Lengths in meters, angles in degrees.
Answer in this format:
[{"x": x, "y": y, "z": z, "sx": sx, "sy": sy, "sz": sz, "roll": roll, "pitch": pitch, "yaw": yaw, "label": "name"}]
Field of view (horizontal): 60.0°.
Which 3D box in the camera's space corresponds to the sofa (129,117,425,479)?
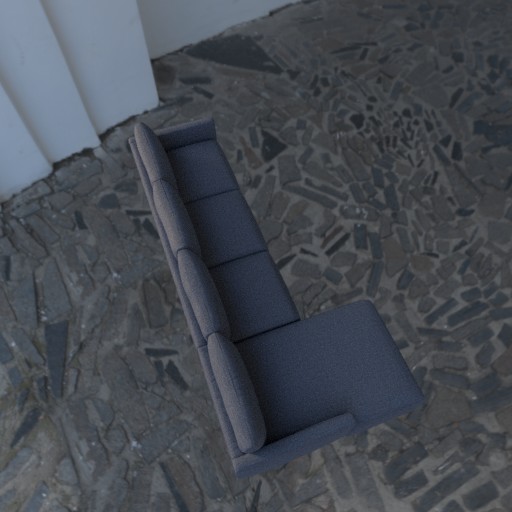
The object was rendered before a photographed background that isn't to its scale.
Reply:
[{"x": 0.000, "y": 0.000, "z": 2.946, "sx": 1.125, "sy": 0.673, "sz": 2.445, "roll": -18, "pitch": 60, "yaw": -11, "label": "sofa"}]
